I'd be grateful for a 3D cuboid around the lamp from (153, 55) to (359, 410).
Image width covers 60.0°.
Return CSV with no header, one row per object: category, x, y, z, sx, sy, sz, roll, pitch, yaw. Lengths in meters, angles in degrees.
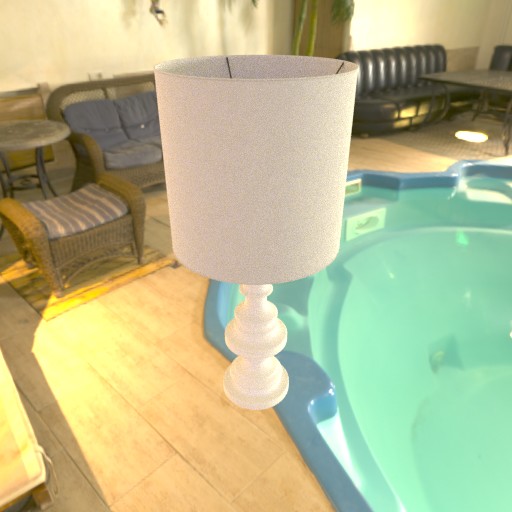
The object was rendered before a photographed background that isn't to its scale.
lamp,0.000,0.000,0.571,0.208,0.455,0.208,-22,36,-34
